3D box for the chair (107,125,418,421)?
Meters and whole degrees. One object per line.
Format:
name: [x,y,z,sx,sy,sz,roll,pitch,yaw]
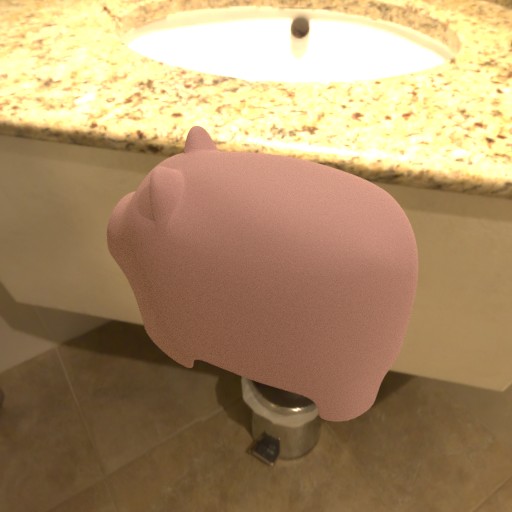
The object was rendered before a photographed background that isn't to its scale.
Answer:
chair: [0.000,0.000,0.861,0.619,0.423,0.364,15,48,14]
